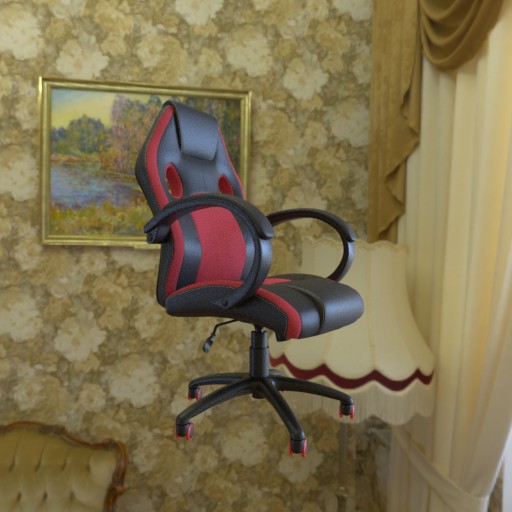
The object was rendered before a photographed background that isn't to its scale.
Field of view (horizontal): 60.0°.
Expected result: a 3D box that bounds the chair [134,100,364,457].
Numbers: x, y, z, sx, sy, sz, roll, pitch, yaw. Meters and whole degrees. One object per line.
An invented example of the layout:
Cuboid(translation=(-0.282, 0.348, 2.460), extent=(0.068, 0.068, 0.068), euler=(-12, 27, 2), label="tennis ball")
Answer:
Cuboid(translation=(0.000, 0.000, 1.614), extent=(0.724, 1.187, 0.673), euler=(1, 1, 35), label="chair")
